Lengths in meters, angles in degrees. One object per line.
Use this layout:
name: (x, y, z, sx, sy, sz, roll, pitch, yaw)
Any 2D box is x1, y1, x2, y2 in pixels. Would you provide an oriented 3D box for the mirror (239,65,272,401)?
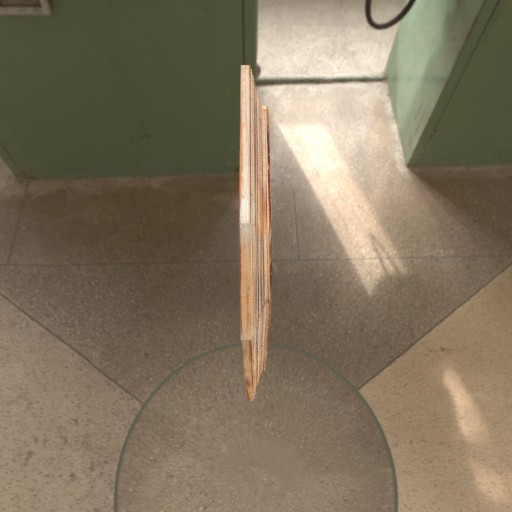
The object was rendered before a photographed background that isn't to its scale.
mirror: (0.000, 0.000, 1.297, 0.061, 1.015, 0.709, 0, 63, 0)
